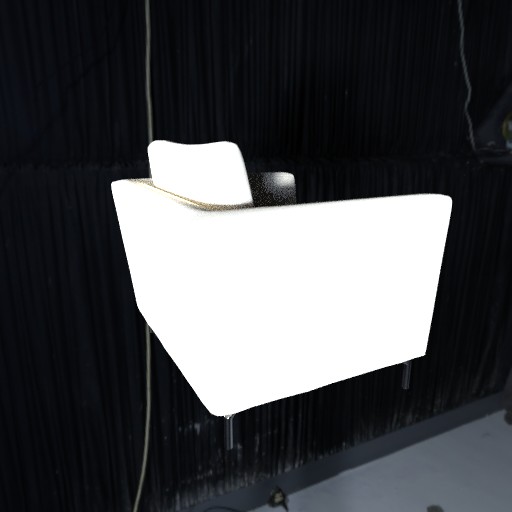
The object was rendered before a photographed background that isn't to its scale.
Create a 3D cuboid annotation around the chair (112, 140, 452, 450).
[{"bbox_3d":[0.000,0.000,1.706,0.889,0.865,1.041,-8,17,-26],"label":"chair"}]
